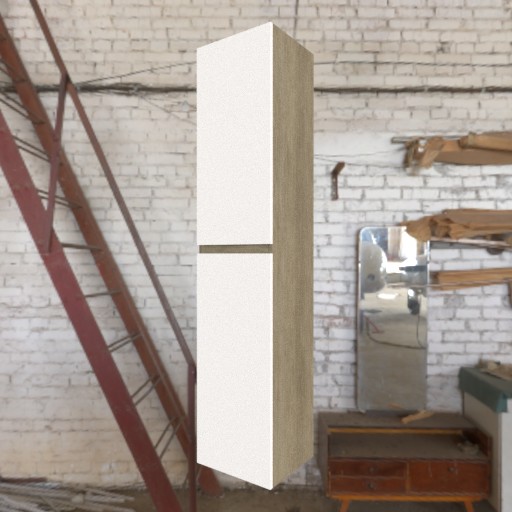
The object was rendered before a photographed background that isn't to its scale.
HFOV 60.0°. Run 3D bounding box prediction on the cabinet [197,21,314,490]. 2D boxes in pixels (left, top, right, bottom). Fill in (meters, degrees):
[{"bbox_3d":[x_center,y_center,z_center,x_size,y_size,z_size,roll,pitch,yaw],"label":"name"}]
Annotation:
[{"bbox_3d":[0.000,0.000,1.521,0.300,1.400,0.270,0,0,36],"label":"cabinet"}]
